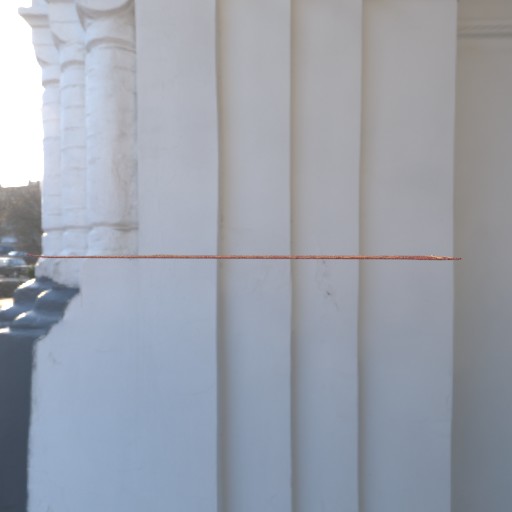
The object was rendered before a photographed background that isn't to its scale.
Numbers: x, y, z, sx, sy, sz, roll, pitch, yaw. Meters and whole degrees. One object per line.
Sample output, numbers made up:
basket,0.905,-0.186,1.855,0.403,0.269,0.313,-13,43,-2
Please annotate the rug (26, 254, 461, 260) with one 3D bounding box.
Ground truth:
rug,0.000,0.000,2.905,2.286,0.026,1.521,0,0,18
